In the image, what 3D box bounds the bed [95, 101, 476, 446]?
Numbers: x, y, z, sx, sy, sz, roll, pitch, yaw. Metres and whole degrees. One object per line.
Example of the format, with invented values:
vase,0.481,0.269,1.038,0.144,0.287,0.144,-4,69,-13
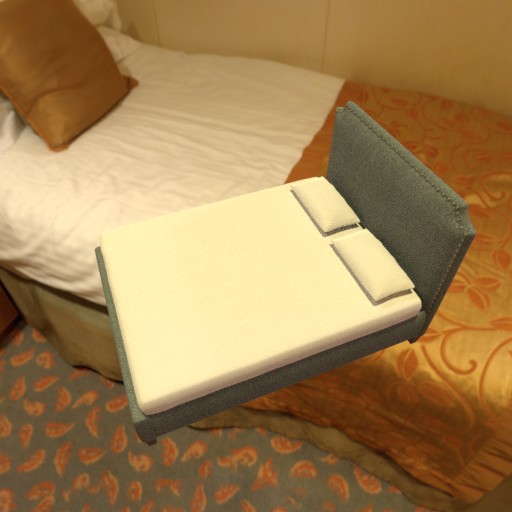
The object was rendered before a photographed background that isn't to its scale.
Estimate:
bed,0.000,0.000,3.447,2.372,1.443,1.712,-17,49,-15
